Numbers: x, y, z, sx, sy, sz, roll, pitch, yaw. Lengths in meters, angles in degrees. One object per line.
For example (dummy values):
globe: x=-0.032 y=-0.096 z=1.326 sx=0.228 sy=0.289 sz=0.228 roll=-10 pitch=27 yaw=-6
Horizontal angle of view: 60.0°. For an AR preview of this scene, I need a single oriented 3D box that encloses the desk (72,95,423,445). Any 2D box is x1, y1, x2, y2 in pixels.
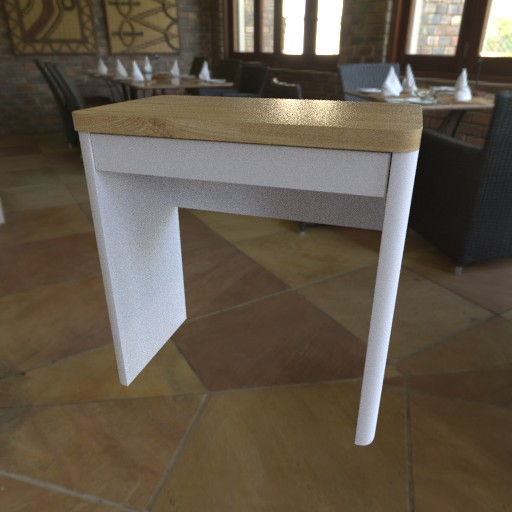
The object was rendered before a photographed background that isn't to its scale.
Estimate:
desk: x=0.000 y=0.000 z=1.239 sx=0.760 sy=0.790 sz=0.440 roll=8 pitch=26 yaw=17
